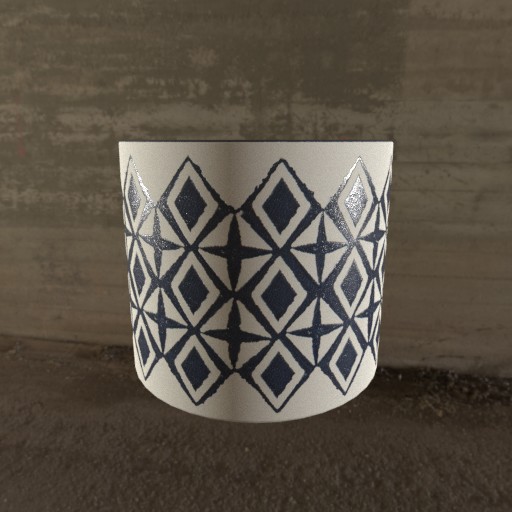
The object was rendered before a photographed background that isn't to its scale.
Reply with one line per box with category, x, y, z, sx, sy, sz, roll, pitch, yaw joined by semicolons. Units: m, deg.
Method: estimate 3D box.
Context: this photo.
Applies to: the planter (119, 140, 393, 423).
planter;0.000;0.000;0.284;0.159;0.144;0.159;0;15;0
